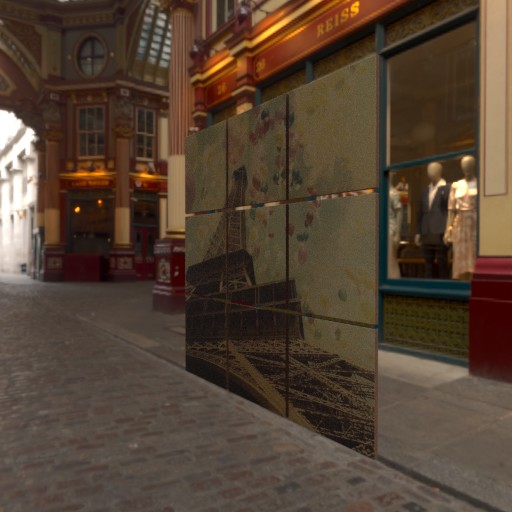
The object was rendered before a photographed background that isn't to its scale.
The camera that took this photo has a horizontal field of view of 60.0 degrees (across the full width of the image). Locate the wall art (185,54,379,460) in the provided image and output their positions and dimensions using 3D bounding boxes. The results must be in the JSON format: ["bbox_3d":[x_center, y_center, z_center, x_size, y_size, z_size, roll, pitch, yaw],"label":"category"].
[{"bbox_3d":[0.000,0.000,1.870,0.017,1.246,1.256,-1,1,-36],"label":"wall art"}]
